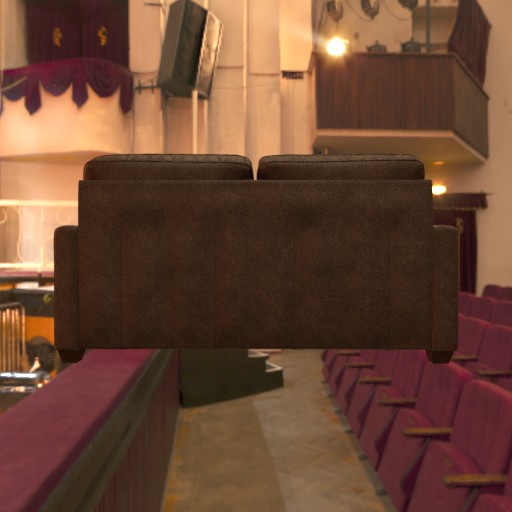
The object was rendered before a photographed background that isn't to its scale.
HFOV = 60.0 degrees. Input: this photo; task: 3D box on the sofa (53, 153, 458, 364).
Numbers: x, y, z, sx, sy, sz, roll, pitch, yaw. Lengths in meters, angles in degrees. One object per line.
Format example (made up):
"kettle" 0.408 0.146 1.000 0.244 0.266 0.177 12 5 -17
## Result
"sofa" 0.000 0.000 2.321 1.732 0.916 0.939 0 0 1
